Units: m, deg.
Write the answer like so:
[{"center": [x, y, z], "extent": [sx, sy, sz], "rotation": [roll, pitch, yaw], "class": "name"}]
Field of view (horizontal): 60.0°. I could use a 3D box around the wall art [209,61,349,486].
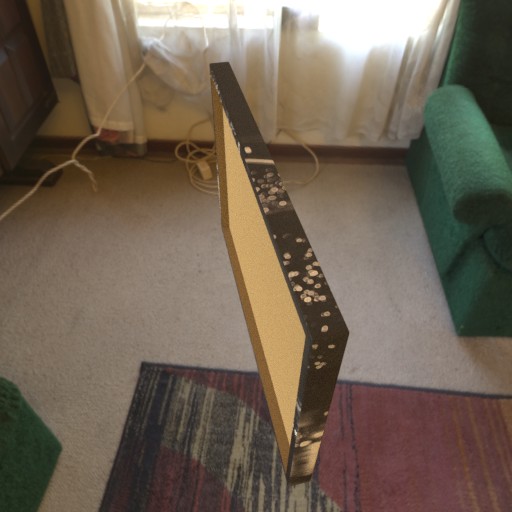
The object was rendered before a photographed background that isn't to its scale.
[{"center": [0.000, 0.000, 0.749], "extent": [0.037, 0.406, 0.609], "rotation": [-9, 47, -9], "class": "wall art"}]
